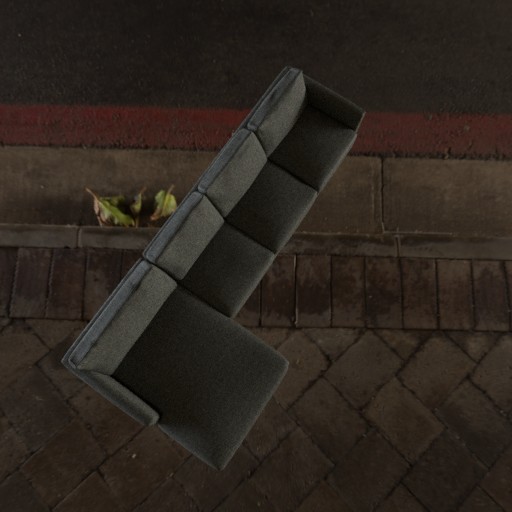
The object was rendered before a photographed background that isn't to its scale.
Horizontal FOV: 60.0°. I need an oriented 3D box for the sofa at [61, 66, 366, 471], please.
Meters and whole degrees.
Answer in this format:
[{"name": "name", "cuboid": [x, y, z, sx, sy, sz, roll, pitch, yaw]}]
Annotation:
[{"name": "sofa", "cuboid": [0.000, 0.000, 4.157, 1.635, 0.960, 3.485, 33, 78, 8]}]
